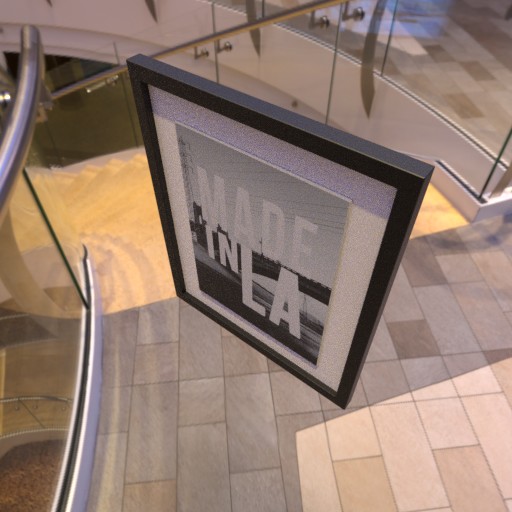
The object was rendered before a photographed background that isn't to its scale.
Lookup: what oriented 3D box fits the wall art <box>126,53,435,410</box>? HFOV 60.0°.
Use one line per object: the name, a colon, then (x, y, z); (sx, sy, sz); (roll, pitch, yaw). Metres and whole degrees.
wall art: (0.000, 0.000, 0.758); (0.457, 0.559, 0.028); (30, 54, 25)
